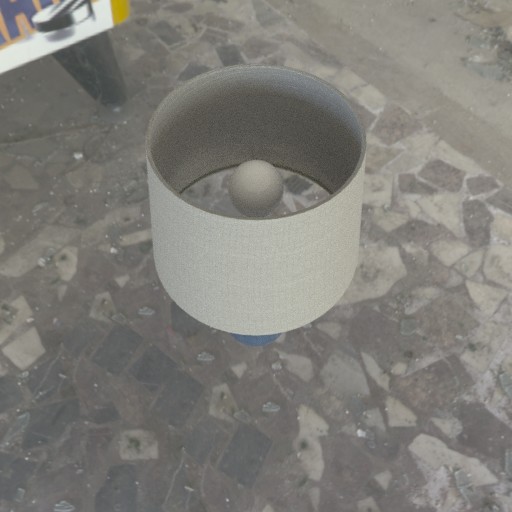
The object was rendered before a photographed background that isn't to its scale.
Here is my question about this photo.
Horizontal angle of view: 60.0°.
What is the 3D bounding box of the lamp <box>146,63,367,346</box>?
[{"bbox_3d":[0.000,0.000,0.584,0.253,0.428,0.253,0,58,0],"label":"lamp"}]
